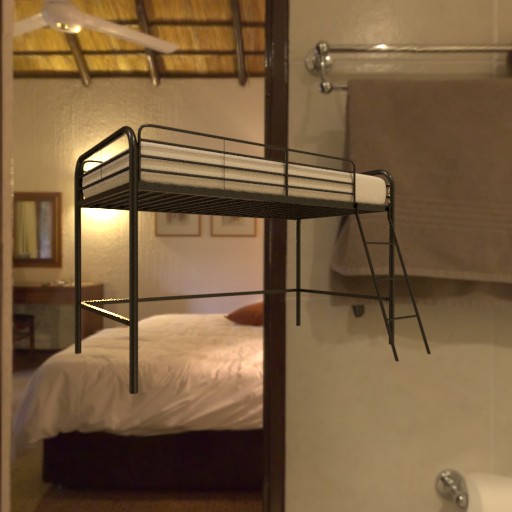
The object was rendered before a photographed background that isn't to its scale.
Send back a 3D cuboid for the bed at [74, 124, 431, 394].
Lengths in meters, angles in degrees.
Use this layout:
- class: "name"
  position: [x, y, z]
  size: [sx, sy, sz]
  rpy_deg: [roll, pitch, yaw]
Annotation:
- class: "bed"
  position: [0.000, 0.000, 2.940]
  size: [1.968, 1.289, 1.393]
  rpy_deg: [0, 0, -36]
